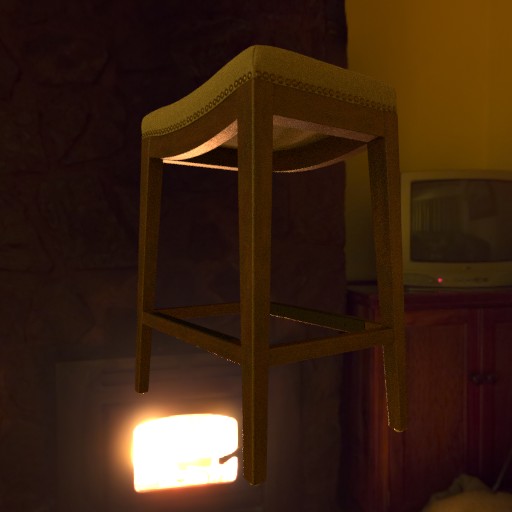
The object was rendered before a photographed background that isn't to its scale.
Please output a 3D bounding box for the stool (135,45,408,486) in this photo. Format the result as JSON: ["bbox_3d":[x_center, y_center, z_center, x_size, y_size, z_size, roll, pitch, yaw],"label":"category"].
[{"bbox_3d":[0.000,0.000,0.941,0.356,0.660,0.508,-1,2,-34],"label":"stool"}]
